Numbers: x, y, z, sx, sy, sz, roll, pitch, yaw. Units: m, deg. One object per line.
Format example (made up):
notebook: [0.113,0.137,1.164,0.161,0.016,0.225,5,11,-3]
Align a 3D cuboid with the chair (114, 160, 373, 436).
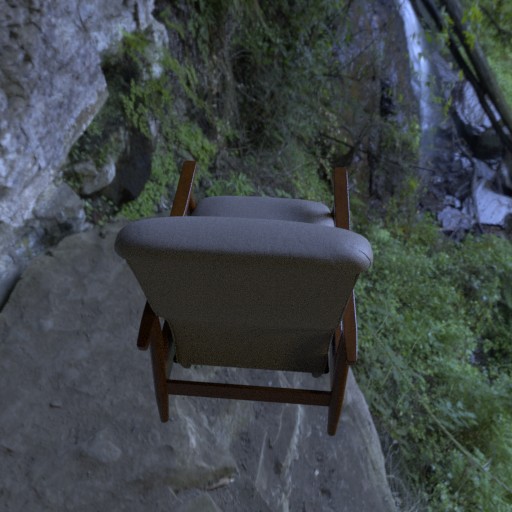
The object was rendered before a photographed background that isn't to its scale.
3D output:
chair: [0.000,0.000,1.781,0.762,1.082,1.032,3,46,3]
